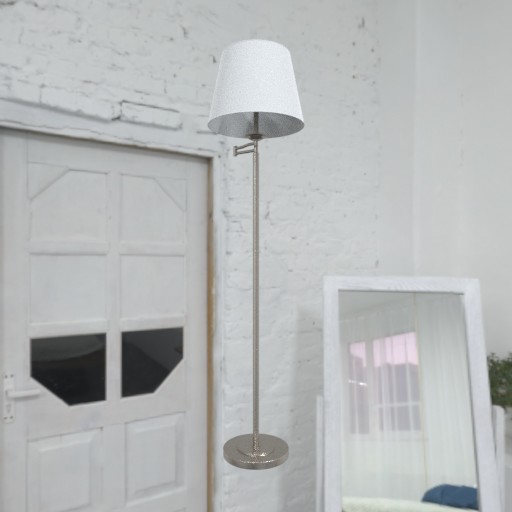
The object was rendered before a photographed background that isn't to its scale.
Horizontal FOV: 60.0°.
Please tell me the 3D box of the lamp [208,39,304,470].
[{"bbox_3d":[0.000,0.000,1.640,0.355,1.473,0.355,0,1,0],"label":"lamp"}]
